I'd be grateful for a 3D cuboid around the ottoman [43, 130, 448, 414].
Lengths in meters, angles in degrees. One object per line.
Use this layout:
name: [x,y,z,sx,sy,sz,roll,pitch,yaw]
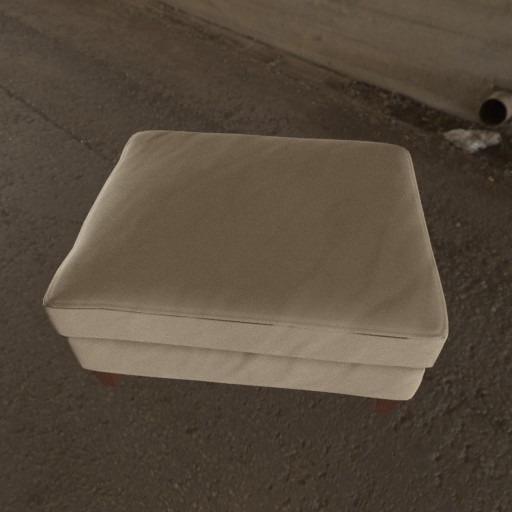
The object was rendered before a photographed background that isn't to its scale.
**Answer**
ottoman: [0.000,0.000,1.460,1.002,0.492,0.836,4,47,4]
